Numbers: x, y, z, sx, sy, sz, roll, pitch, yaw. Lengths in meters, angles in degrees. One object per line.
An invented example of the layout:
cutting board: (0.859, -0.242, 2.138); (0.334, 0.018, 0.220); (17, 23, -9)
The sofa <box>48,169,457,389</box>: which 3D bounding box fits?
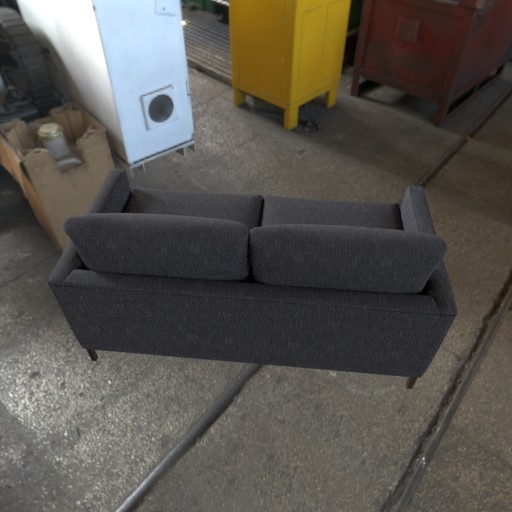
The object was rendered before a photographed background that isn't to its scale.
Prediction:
sofa: (0.000, 0.000, 2.233); (1.716, 0.862, 0.866); (4, 45, 4)
